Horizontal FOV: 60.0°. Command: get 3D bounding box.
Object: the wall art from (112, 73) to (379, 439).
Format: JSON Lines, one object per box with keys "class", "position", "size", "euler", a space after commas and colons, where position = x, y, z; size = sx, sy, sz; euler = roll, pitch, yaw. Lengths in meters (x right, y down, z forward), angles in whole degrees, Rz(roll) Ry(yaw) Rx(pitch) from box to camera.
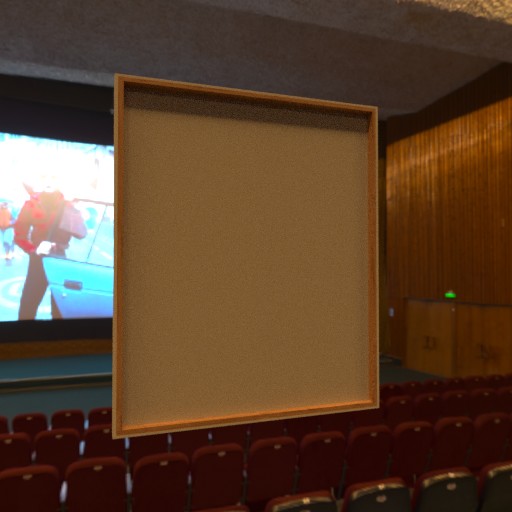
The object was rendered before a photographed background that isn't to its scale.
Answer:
{"class": "wall art", "position": [0.000, 0.000, 0.829], "size": [0.508, 0.606, 0.037], "euler": [0, -1, -18]}
